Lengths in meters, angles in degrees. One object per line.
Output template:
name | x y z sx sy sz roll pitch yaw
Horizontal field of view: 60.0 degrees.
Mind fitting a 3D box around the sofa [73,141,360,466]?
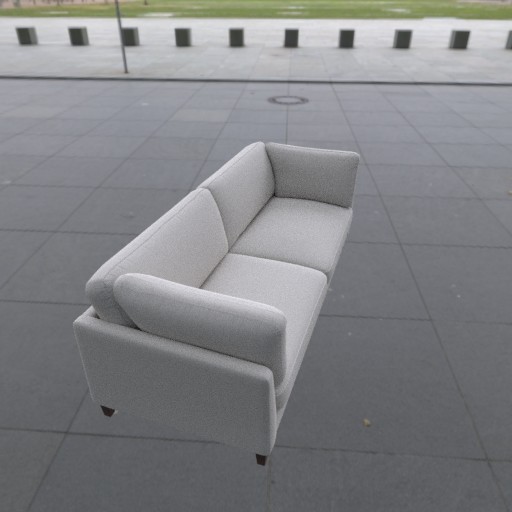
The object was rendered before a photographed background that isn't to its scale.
sofa | 0.000 0.000 2.817 0.957 0.863 2.301 10 32 16
